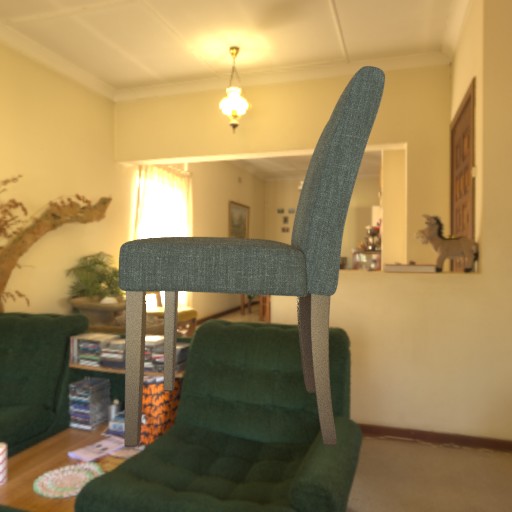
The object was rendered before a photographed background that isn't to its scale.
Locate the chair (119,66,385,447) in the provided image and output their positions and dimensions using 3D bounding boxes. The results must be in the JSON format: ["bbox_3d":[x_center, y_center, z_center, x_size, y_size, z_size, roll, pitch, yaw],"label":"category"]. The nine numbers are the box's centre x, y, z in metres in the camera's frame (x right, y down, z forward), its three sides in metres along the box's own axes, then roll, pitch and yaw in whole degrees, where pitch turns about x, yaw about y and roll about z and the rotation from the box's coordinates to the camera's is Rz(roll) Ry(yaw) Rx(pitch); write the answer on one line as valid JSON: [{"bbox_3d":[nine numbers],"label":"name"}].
[{"bbox_3d":[0.000,0.000,1.236,0.629,0.884,0.487,0,1,1],"label":"chair"}]
